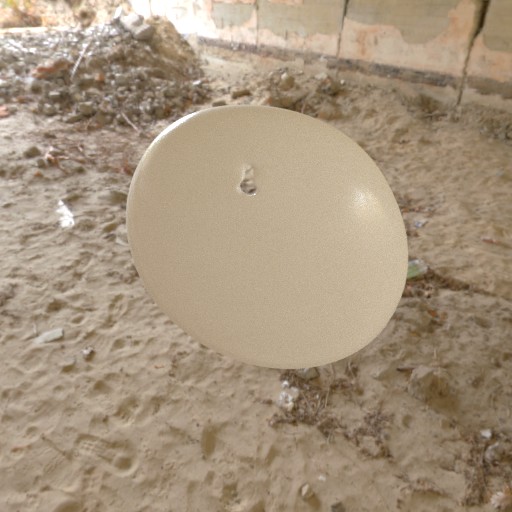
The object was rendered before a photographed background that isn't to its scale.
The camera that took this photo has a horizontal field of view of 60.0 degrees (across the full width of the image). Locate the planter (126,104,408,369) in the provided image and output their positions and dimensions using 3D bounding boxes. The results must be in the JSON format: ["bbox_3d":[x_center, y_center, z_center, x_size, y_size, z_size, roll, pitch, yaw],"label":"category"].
[{"bbox_3d":[0.000,0.000,0.285,0.185,0.188,0.043,9,32,15],"label":"planter"}]
